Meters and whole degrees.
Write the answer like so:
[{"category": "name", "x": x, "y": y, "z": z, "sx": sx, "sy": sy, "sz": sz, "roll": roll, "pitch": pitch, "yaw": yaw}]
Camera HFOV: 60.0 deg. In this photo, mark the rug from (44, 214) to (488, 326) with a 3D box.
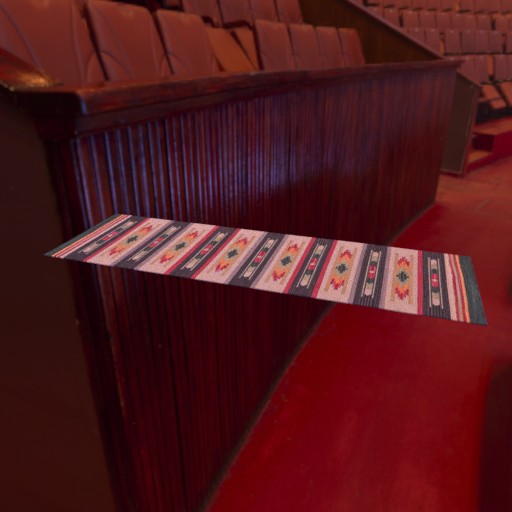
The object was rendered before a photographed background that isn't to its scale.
[{"category": "rug", "x": 0.000, "y": 0.000, "z": 2.654, "sx": 2.440, "sy": 0.009, "sz": 0.760, "roll": 8, "pitch": 26, "yaw": 16}]
